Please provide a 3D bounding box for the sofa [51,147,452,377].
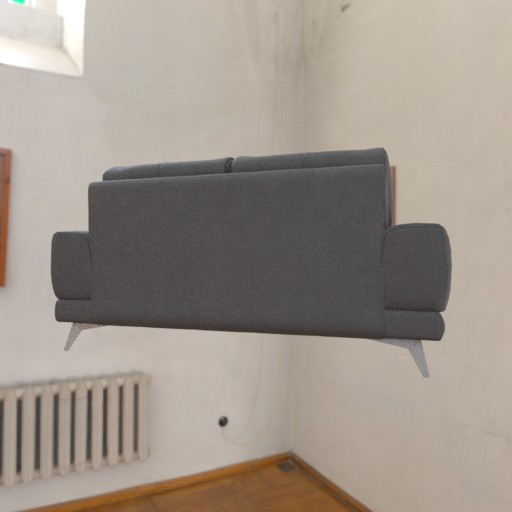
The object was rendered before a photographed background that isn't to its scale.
[{"bbox_3d":[0.000,0.000,2.328,1.806,0.907,1.018,0,0,17],"label":"sofa"}]
